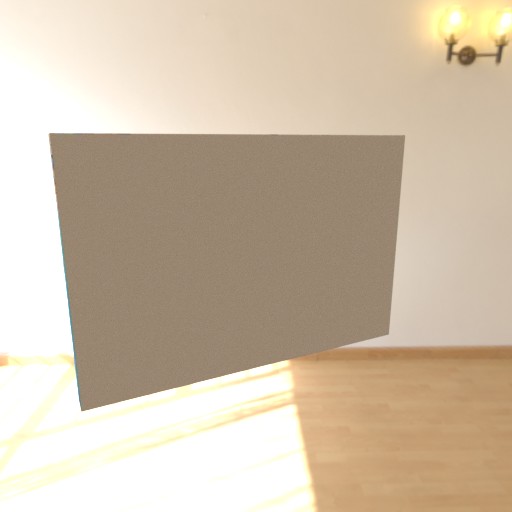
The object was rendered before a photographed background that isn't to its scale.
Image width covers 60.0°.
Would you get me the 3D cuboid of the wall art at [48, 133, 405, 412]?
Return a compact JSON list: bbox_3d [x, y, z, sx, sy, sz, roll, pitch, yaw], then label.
[{"bbox_3d":[0.000,0.000,1.123,0.894,0.595,0.057,-7,16,-26],"label":"wall art"}]
